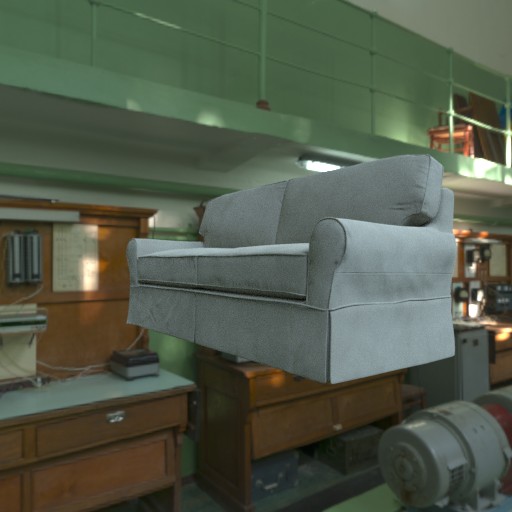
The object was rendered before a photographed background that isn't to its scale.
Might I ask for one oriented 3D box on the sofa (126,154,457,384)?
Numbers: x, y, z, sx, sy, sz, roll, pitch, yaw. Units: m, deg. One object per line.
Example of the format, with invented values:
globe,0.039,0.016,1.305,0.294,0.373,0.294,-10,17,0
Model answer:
sofa,0.000,0.000,2.770,0.900,1.014,2.246,0,-1,-37
